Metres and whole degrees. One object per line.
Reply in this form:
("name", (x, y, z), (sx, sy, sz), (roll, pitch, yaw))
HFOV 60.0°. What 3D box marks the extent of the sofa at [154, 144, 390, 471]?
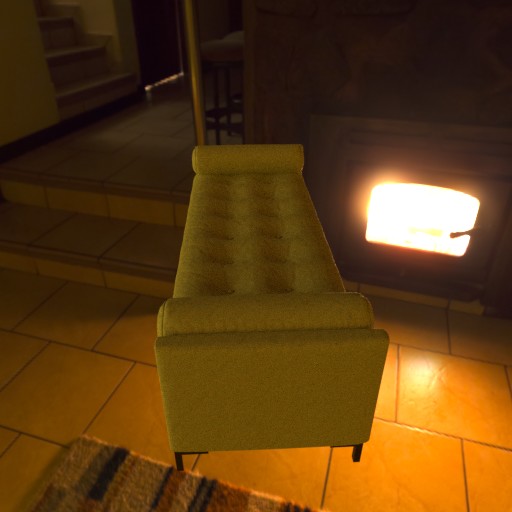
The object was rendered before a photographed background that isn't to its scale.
("sofa", (0.000, 0.000, 2.460), (0.796, 0.705, 2.102), (-2, 32, -3))
